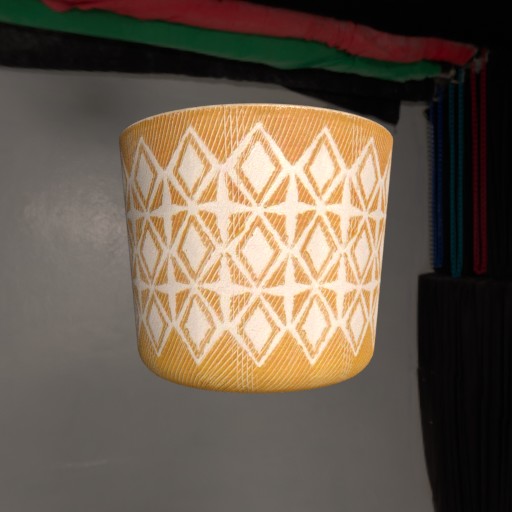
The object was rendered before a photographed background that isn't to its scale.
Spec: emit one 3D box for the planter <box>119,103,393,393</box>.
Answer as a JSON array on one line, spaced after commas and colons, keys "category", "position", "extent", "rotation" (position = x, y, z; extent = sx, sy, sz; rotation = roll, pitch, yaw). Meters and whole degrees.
[{"category": "planter", "position": [0.000, 0.000, 0.214], "extent": [0.126, 0.104, 0.126], "rotation": [0, 0, 0]}]
